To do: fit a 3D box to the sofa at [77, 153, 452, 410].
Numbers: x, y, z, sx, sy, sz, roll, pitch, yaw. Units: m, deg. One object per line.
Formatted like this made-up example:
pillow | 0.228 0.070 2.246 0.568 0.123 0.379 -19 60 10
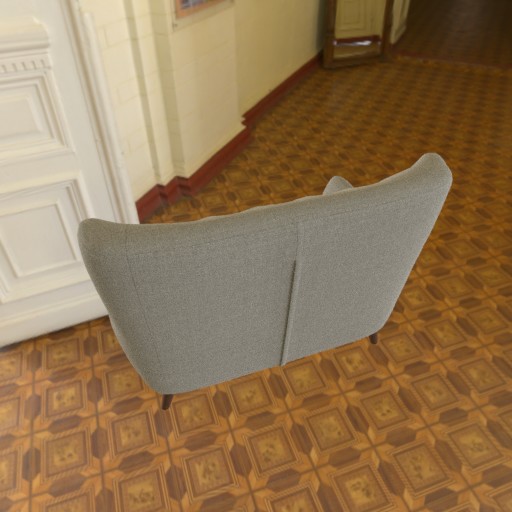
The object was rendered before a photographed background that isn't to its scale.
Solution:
sofa | 0.000 0.000 2.024 1.386 1.028 0.884 -13 42 -15
